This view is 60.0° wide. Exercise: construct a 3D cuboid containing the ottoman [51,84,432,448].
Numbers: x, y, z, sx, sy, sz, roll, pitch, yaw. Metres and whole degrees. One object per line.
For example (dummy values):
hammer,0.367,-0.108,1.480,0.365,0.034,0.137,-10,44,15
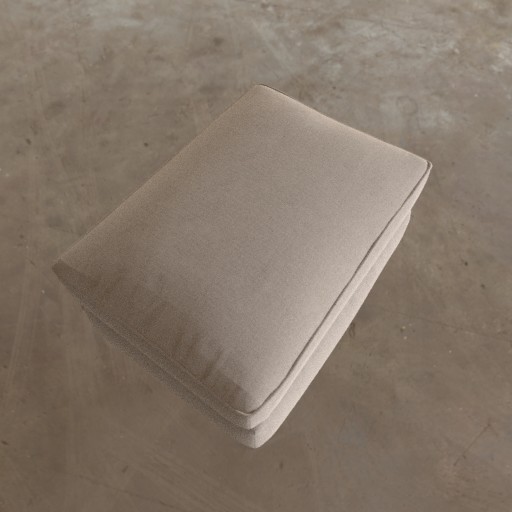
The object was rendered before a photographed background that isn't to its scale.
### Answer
ottoman,0.000,0.000,0.998,0.501,0.456,0.665,32,63,18
